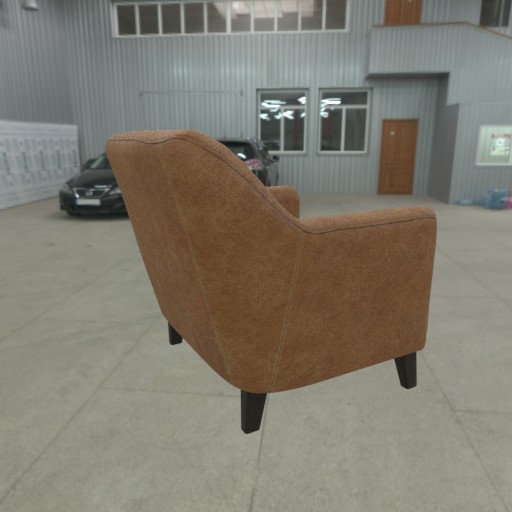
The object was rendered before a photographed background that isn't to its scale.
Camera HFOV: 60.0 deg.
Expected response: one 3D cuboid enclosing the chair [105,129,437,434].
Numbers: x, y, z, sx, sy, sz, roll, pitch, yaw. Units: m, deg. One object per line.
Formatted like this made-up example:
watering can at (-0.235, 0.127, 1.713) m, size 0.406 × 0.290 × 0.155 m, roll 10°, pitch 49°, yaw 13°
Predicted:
chair at (0.000, 0.000, 1.819) m, size 1.034 × 0.980 × 1.037 m, roll -8°, pitch 16°, yaw -28°
